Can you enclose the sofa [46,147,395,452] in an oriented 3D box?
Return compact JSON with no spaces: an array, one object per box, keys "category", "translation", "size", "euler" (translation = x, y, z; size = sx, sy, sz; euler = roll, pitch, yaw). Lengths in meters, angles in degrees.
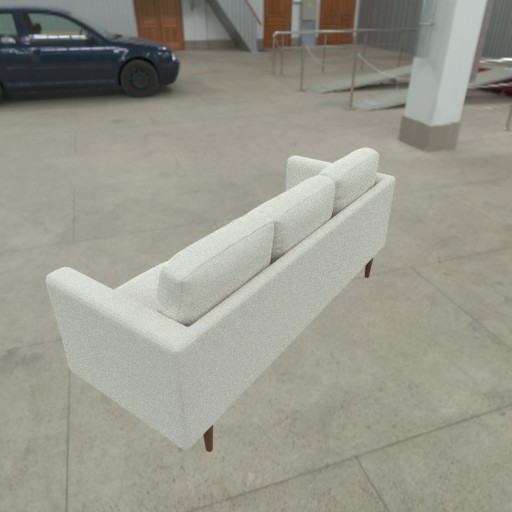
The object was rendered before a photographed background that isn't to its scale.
[{"category":"sofa","translation":[0.000,0.000,2.492],"size":[0.802,0.912,2.029],"euler":[20,36,30]}]
